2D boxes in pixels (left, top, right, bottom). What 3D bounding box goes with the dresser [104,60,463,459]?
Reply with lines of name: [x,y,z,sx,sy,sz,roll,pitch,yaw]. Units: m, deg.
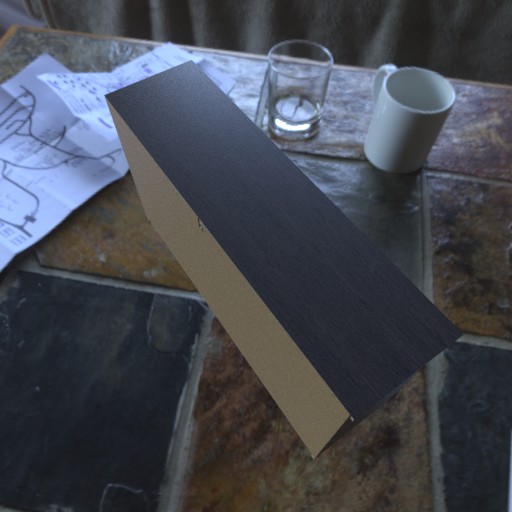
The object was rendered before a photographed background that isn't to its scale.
dresser: [0.000,0.000,1.683,0.401,0.755,1.360,-30,63,-17]
